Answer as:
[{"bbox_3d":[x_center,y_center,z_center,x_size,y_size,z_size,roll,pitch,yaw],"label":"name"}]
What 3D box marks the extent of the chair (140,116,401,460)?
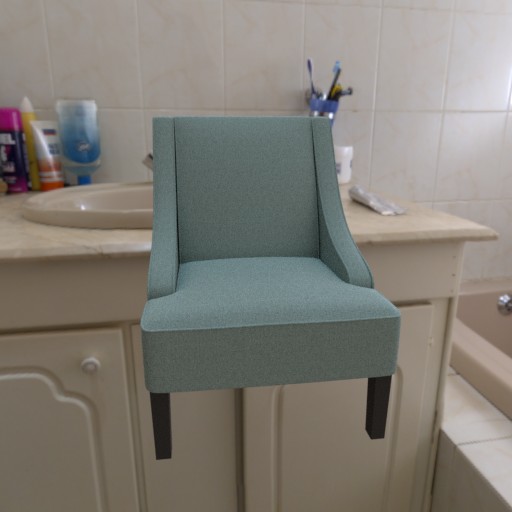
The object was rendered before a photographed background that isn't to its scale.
[{"bbox_3d":[0.000,0.000,1.843,0.857,1.133,1.025,-2,16,-7],"label":"chair"}]
